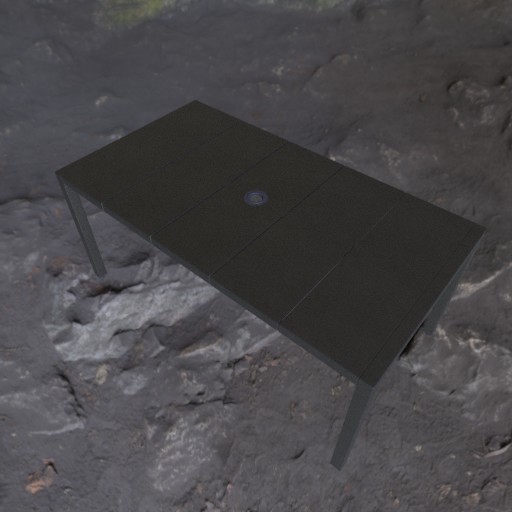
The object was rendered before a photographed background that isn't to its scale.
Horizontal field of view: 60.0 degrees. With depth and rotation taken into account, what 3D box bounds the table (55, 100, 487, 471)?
[{"bbox_3d":[0.000,0.000,2.187,1.680,0.735,0.914,31,54,26],"label":"table"}]
